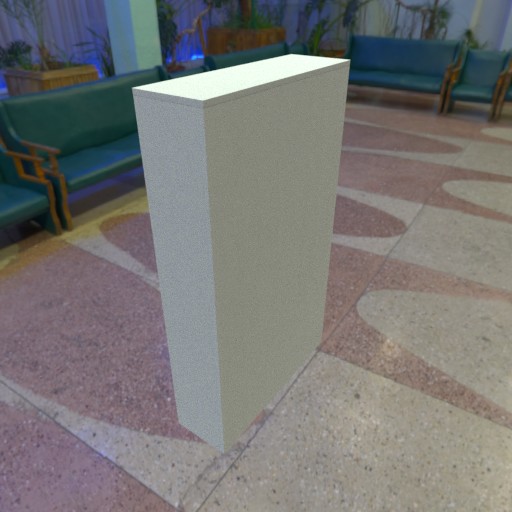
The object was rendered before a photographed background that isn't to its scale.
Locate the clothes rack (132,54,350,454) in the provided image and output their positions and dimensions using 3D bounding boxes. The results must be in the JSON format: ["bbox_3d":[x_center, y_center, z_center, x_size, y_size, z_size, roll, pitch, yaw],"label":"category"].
[{"bbox_3d":[0.000,0.000,1.644,0.250,1.280,0.750,21,37,30],"label":"clothes rack"}]
